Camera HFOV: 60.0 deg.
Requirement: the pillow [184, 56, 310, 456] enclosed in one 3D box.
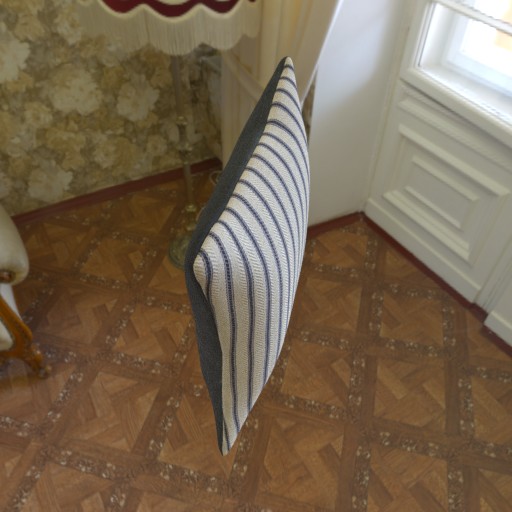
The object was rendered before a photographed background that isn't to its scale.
[{"bbox_3d":[0.000,0.000,0.699,0.138,0.444,0.468,10,47,9],"label":"pillow"}]
